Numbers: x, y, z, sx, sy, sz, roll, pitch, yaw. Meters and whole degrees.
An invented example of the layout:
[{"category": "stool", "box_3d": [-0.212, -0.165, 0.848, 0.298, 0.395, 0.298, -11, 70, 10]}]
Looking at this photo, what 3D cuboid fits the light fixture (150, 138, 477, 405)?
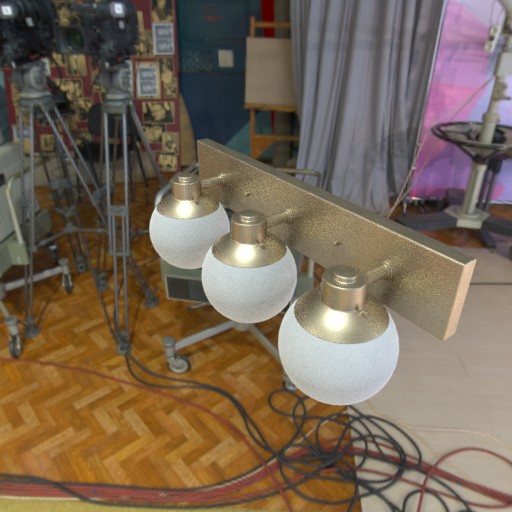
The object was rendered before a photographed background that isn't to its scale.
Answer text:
[{"category": "light fixture", "box_3d": [0.000, 0.000, 0.861, 0.218, 0.263, 0.721, -20, 36, -30]}]
